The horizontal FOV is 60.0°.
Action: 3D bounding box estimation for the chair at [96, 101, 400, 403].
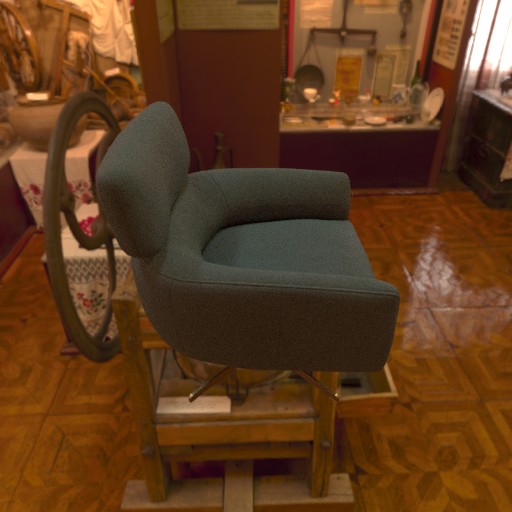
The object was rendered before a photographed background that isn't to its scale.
[{"bbox_3d":[0.000,0.000,1.395,0.761,0.813,0.738,0,33,0],"label":"chair"}]
